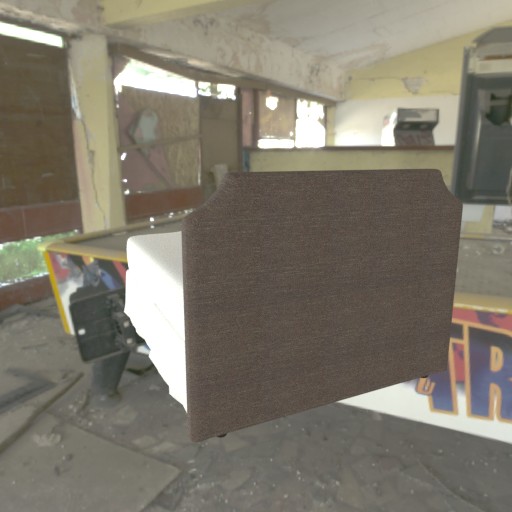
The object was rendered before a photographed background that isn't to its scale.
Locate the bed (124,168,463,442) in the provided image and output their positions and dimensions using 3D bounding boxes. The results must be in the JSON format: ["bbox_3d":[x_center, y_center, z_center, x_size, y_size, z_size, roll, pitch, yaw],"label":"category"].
[{"bbox_3d":[0.000,0.000,3.234,1.693,1.290,2.116,-6,14,-25],"label":"bed"}]
